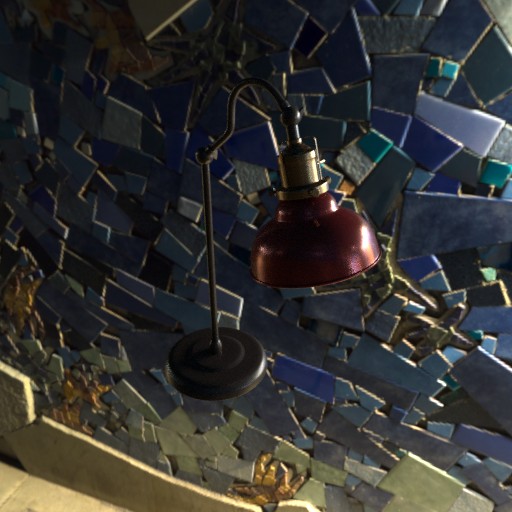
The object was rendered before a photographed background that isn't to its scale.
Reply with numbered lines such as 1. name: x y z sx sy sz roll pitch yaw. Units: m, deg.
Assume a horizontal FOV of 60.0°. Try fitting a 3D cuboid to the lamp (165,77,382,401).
1. lamp: 0.000 0.000 0.677 0.374 0.508 0.192 18 32 31
